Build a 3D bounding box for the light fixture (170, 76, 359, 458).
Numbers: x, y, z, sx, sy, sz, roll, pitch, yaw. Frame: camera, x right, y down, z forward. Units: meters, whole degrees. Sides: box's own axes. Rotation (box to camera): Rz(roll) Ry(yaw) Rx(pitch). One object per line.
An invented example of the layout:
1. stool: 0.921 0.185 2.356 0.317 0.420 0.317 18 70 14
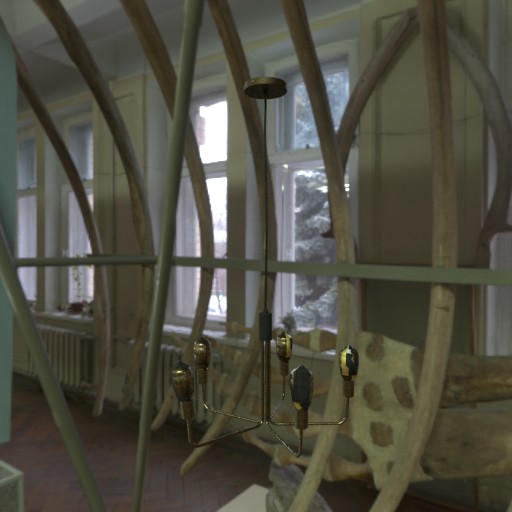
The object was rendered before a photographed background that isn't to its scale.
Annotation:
1. light fixture: 0.000 0.000 1.377 0.532 1.059 0.588 0 0 34
